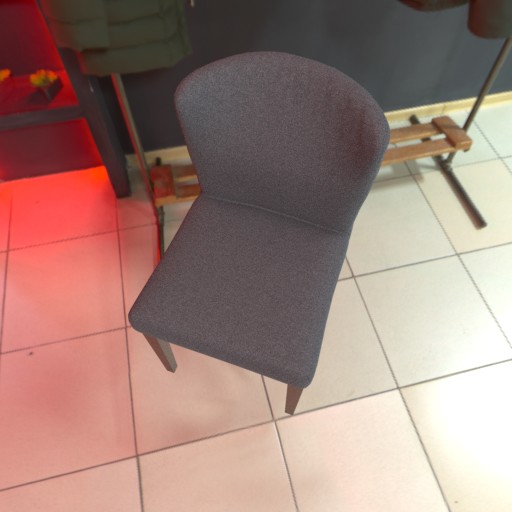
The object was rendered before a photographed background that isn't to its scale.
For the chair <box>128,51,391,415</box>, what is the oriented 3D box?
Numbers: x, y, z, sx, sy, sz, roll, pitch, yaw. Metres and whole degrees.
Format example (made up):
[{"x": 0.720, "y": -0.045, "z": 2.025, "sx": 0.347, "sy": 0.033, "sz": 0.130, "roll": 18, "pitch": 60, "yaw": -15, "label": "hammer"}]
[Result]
[{"x": 0.000, "y": 0.000, "z": 1.204, "sx": 0.491, "sy": 0.839, "sz": 0.592, "roll": 16, "pitch": 59, "yaw": 10, "label": "chair"}]
